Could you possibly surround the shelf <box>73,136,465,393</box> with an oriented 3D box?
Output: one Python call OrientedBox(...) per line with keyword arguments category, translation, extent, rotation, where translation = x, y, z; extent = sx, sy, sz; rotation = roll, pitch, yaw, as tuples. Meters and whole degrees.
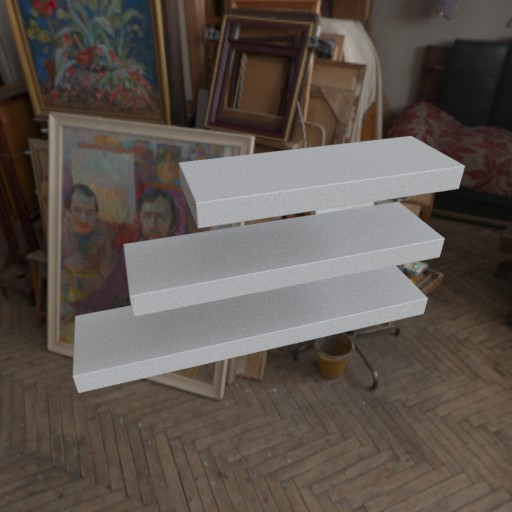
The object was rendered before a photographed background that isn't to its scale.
OrientedBox(category="shelf", translation=(0.000, 0.000, 0.723), extent=(0.610, 0.293, 0.140), rotation=(-10, 35, -14))
